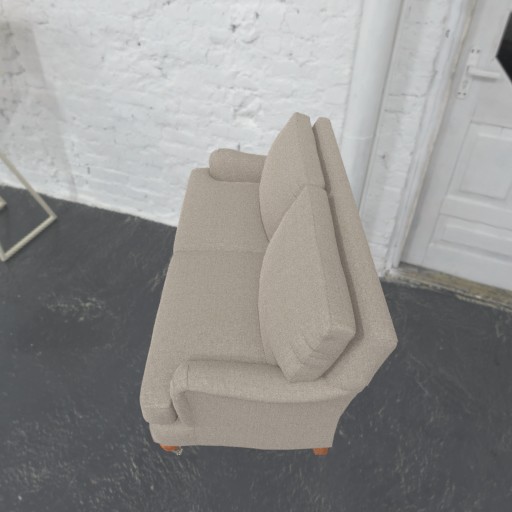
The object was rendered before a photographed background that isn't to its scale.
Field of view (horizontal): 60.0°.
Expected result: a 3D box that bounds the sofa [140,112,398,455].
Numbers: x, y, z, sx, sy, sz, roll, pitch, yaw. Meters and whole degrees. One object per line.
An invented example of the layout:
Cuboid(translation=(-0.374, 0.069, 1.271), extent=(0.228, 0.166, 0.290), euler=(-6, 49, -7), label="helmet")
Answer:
Cuboid(translation=(0.000, 0.000, 2.762), extent=(1.087, 1.054, 2.160), euler=(0, 40, 0), label="sofa")
